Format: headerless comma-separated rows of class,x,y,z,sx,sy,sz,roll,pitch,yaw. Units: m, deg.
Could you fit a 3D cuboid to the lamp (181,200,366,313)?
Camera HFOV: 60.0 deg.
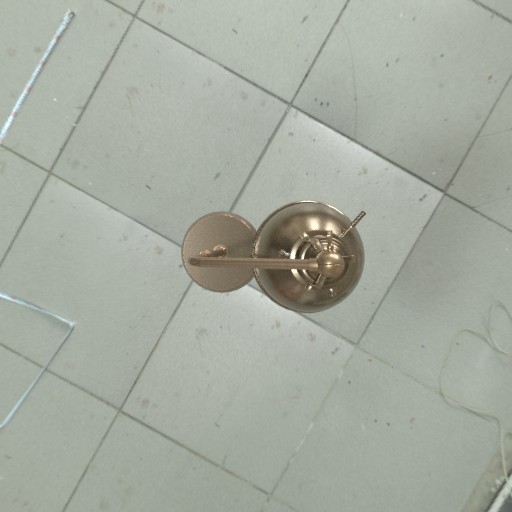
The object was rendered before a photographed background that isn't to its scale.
lamp,0.000,0.000,0.605,0.286,0.456,0.153,0,92,1
